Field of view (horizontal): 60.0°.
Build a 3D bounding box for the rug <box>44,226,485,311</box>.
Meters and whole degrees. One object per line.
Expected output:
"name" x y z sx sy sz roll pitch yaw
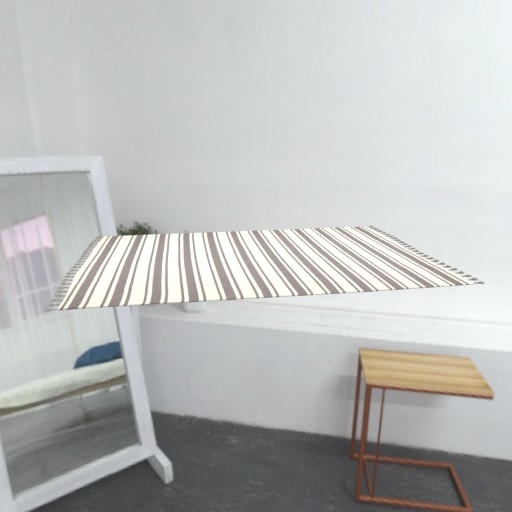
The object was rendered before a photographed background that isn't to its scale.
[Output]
"rug" 0.000 0.000 3.095 2.425 0.014 1.563 -3 16 -9
